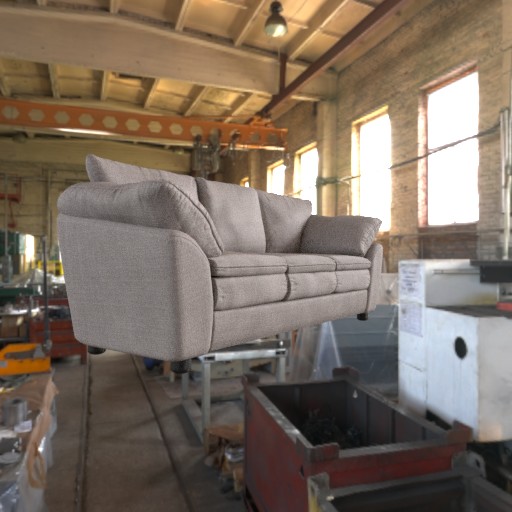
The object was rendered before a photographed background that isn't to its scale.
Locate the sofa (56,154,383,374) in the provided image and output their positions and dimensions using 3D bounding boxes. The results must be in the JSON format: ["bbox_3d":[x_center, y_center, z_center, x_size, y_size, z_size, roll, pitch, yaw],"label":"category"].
[{"bbox_3d":[0.000,0.000,2.865,0.878,0.996,2.334,0,0,37],"label":"sofa"}]
